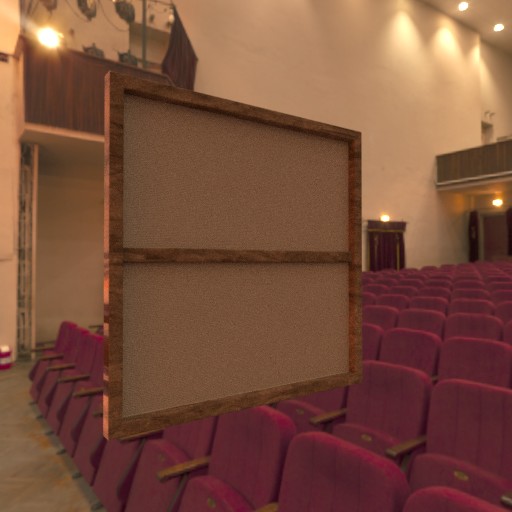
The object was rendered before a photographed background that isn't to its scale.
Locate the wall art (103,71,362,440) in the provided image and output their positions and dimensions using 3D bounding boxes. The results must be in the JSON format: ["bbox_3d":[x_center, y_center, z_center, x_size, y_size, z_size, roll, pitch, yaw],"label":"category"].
[{"bbox_3d":[0.000,0.000,1.119,0.747,0.747,0.035,1,-1,-35],"label":"wall art"}]
